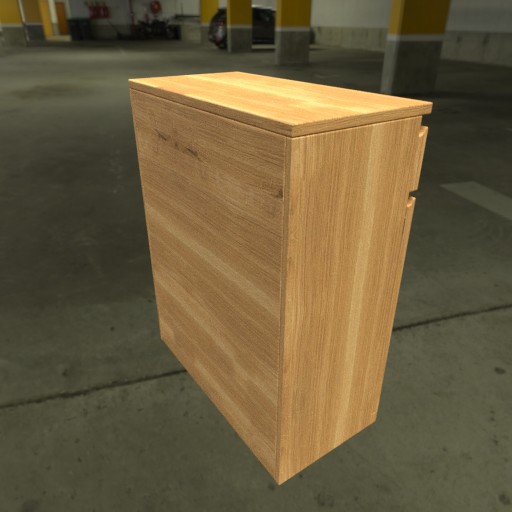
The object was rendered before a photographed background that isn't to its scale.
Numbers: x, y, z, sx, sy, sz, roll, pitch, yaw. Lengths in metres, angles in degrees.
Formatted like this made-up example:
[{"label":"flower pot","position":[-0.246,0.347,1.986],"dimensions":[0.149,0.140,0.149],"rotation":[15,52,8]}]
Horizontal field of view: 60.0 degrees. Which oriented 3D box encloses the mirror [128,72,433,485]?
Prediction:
[{"label":"mirror","position":[0.000,0.000,1.407],"dimensions":[0.400,1.000,0.800],"rotation":[-18,33,-30]}]
